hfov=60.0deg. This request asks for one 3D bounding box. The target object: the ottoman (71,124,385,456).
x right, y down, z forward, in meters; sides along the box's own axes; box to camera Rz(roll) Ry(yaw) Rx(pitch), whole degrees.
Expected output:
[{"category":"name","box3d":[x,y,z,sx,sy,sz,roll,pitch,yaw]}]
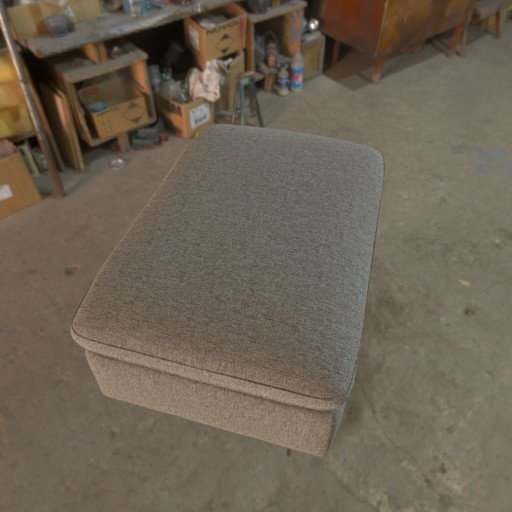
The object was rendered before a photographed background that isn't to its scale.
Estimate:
[{"category":"ottoman","box3d":[0.000,0.000,1.378,0.694,0.451,0.977,12,48,11]}]
